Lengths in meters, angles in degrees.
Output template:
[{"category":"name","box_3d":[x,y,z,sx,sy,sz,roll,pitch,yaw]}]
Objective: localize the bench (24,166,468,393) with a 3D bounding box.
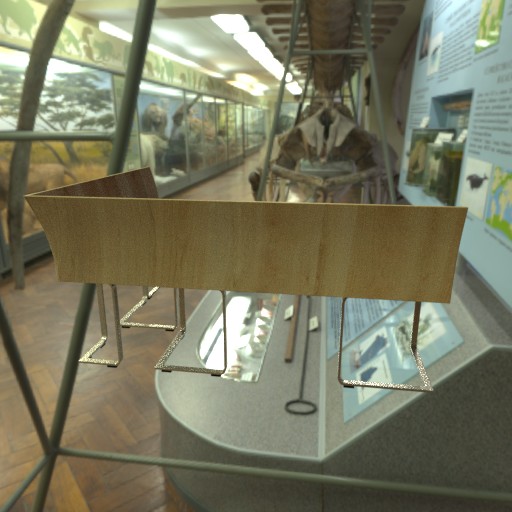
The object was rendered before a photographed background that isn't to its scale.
[{"category":"bench","box_3d":[0.000,0.000,2.745,1.945,0.930,1.495,3,17,8]}]
